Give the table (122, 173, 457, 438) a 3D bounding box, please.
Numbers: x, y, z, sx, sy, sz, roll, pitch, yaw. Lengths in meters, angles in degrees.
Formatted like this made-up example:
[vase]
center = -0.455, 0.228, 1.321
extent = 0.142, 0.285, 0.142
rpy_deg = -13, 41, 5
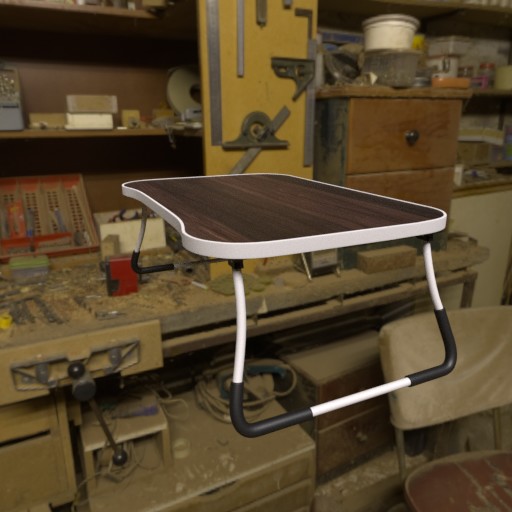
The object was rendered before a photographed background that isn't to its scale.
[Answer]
[table]
center = 0.000, 0.000, 0.840
extent = 0.400, 0.232, 0.660
rpy_deg = -8, 19, -24
